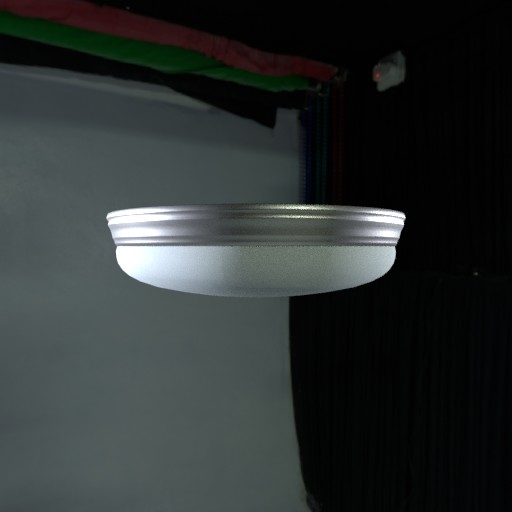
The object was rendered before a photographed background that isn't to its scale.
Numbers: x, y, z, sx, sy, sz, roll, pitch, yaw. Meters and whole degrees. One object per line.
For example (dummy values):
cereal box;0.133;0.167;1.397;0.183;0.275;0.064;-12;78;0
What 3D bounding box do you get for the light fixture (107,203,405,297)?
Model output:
light fixture;0.000;0.000;0.577;0.368;0.100;0.368;0;1;0
